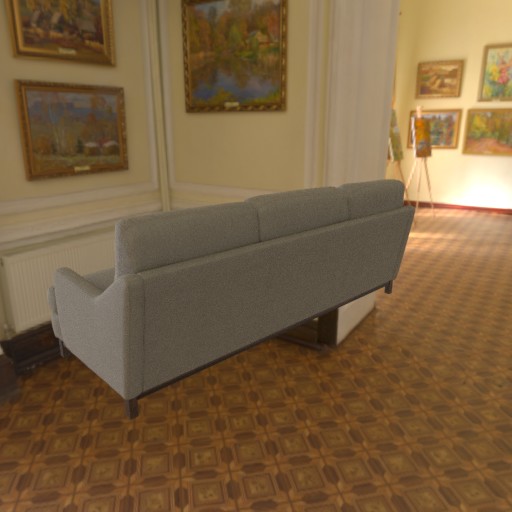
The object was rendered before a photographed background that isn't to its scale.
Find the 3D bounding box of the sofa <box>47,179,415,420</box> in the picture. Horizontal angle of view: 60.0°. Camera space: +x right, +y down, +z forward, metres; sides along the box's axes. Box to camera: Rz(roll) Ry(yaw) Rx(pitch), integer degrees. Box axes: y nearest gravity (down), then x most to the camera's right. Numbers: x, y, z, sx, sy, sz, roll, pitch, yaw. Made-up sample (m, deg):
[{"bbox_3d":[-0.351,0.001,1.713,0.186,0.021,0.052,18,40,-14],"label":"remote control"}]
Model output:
[{"bbox_3d":[0.000,0.000,2.888,2.344,0.926,0.987,-15,22,-41],"label":"sofa"}]
